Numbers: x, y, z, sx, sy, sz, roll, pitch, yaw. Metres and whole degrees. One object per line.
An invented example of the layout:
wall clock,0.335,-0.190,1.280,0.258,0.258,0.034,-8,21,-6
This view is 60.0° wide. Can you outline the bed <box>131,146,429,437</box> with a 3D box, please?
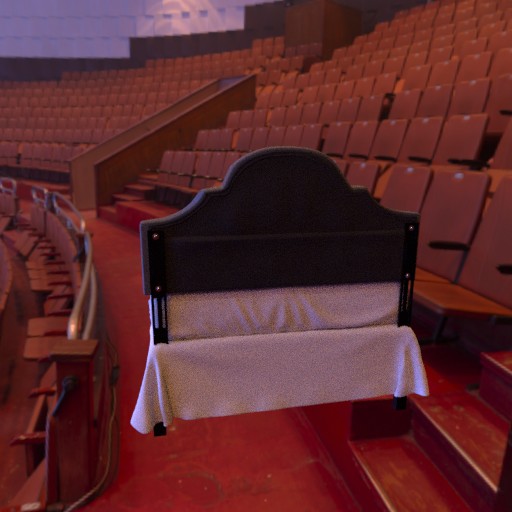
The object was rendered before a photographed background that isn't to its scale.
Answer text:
bed,0.000,0.000,3.444,1.780,1.634,2.222,-2,13,-10
